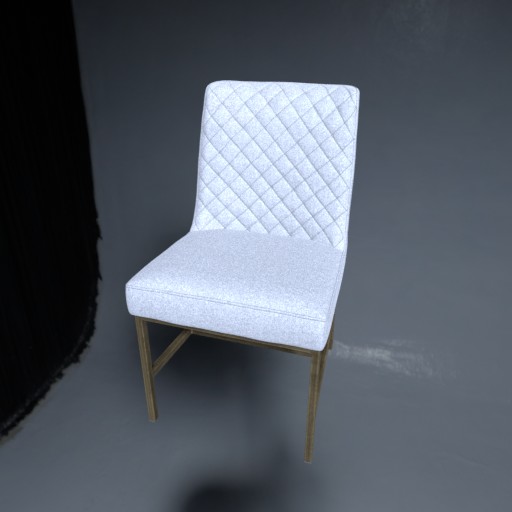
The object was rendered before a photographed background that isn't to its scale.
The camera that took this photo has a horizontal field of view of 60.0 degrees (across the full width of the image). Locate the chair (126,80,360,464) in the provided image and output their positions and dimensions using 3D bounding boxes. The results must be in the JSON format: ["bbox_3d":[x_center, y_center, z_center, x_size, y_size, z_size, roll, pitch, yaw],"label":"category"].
[{"bbox_3d":[0.000,0.000,1.265,0.508,0.889,0.587,8,27,16],"label":"chair"}]
